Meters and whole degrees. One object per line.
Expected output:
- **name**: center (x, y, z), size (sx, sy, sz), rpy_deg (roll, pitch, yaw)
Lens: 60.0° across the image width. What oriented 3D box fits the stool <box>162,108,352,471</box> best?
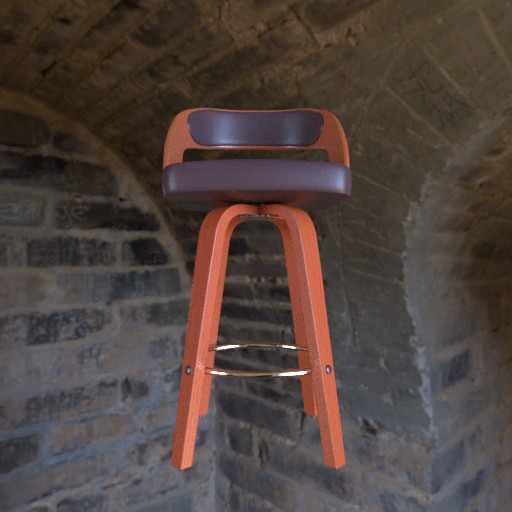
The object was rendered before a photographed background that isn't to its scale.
- **stool**: center (0.000, 0.000, 1.179), size (0.457, 0.940, 0.457), rpy_deg (0, -2, -1)
